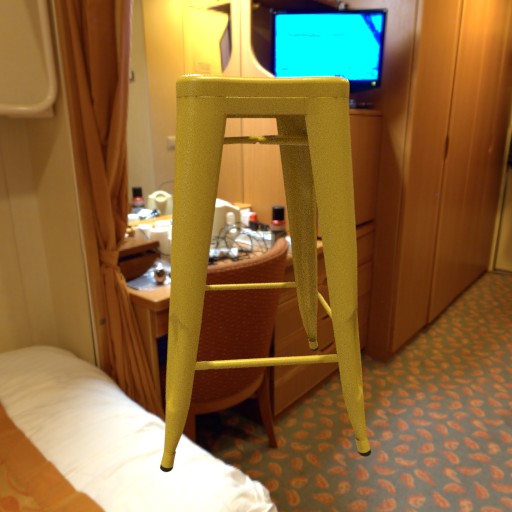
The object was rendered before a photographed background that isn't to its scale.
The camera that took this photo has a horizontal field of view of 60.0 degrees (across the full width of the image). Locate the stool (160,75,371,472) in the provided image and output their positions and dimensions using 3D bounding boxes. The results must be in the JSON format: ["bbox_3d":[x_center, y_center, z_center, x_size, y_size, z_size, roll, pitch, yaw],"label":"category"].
[{"bbox_3d":[0.000,0.000,0.839,0.359,0.609,0.399,-2,16,-6],"label":"stool"}]
